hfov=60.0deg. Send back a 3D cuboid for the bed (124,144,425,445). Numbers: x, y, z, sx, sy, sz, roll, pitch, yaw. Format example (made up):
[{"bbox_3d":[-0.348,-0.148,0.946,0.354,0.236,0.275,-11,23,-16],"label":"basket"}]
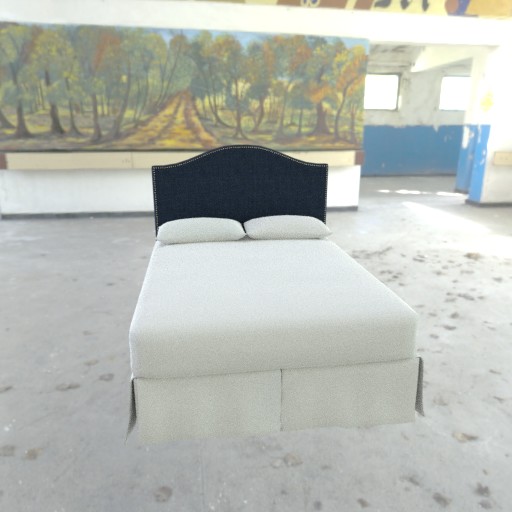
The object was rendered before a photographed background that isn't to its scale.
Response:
[{"bbox_3d":[0.000,0.000,3.280,1.725,1.518,2.153,-2,17,-8],"label":"bed"}]
